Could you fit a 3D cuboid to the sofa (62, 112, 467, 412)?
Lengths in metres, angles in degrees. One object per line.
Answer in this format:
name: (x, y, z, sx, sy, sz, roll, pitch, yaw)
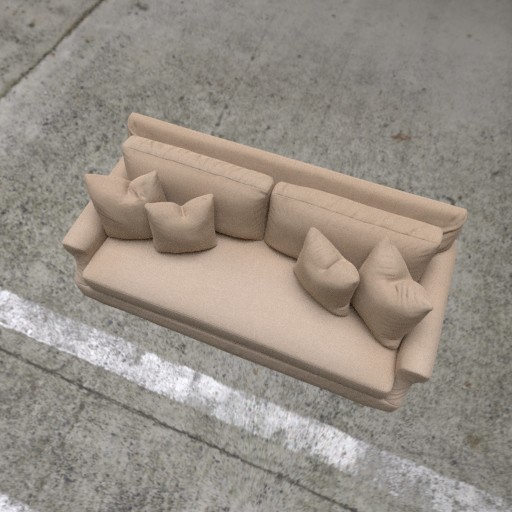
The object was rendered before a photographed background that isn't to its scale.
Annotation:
sofa: (0.000, 0.000, 2.764, 2.285, 0.904, 1.067, 19, 61, 11)
